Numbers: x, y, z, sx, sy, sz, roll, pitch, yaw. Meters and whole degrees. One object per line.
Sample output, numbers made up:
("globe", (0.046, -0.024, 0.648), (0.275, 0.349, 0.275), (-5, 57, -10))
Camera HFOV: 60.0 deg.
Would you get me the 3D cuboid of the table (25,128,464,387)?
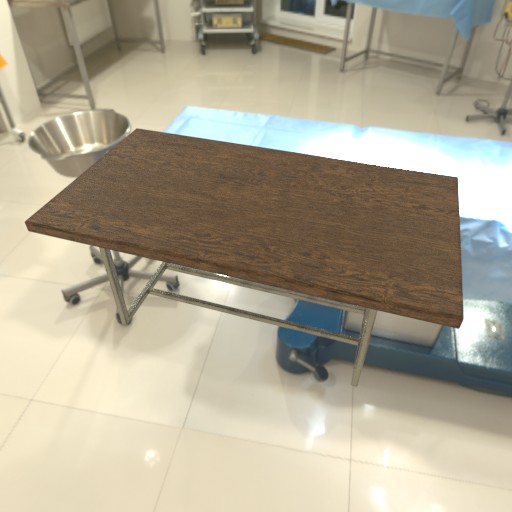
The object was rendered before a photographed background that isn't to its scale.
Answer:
("table", (0.000, 0.000, 2.539), (1.989, 0.795, 1.078), (12, 42, 13))
